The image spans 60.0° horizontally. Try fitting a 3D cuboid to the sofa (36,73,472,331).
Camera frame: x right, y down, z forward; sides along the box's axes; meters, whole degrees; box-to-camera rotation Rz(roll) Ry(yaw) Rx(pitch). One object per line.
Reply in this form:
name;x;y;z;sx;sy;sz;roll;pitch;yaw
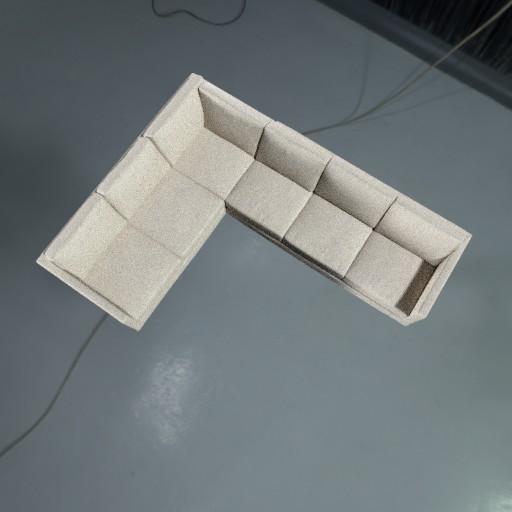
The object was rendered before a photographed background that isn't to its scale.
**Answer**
sofa;0.000;0.000;4.261;3.182;0.863;2.432;33;77;8
